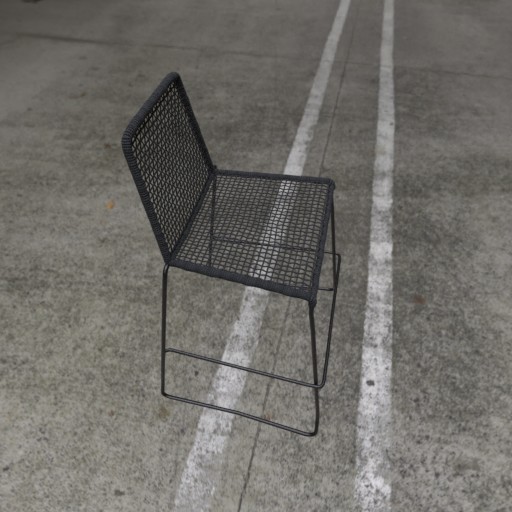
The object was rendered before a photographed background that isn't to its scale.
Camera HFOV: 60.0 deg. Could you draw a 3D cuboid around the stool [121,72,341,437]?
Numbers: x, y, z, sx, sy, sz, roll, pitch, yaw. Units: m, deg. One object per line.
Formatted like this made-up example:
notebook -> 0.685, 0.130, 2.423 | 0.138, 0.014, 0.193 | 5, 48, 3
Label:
stool -> 0.000, 0.000, 1.251 | 0.509, 0.905, 0.590 | 9, 48, 8
